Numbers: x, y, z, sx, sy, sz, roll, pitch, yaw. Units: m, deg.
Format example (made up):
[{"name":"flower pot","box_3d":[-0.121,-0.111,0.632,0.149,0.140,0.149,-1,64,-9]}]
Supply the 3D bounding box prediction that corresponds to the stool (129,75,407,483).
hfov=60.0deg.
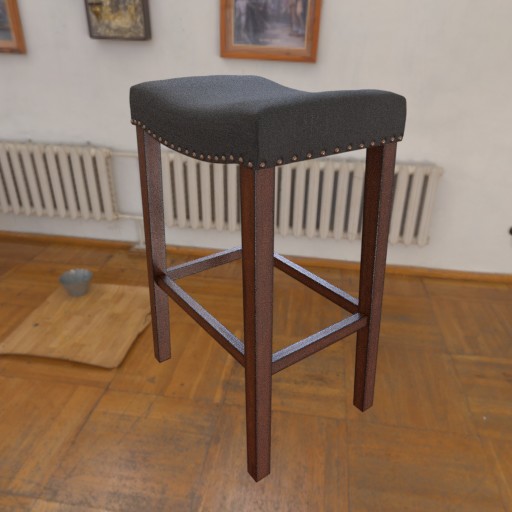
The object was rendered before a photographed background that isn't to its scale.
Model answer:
[{"name":"stool","box_3d":[0.000,0.000,1.039,0.366,0.760,0.502,-18,32,-32]}]
